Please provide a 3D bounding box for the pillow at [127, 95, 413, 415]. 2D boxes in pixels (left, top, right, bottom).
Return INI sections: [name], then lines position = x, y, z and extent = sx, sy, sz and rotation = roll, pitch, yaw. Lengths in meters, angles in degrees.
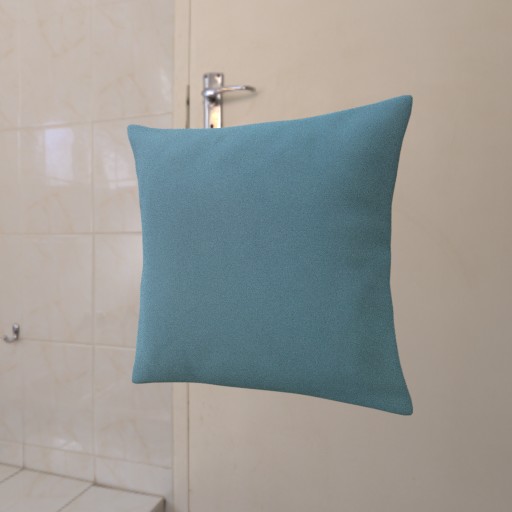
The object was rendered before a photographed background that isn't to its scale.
[pillow]
position = 0.000, 0.000, 0.784
extent = 0.526, 0.507, 0.166
rotation = 0, 1, 19
